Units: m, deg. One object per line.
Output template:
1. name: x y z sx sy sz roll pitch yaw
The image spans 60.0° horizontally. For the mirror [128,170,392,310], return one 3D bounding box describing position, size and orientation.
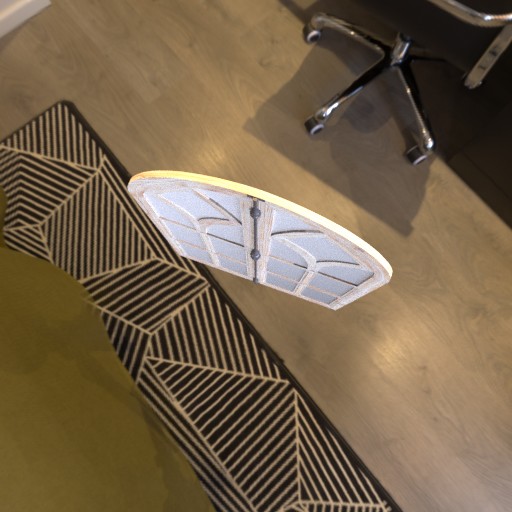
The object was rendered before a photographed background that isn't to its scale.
1. mirror: 0.000 0.000 1.175 0.609 0.915 0.032 19 79 4
